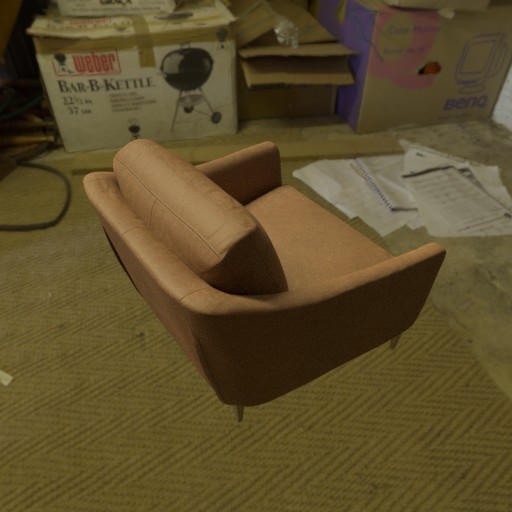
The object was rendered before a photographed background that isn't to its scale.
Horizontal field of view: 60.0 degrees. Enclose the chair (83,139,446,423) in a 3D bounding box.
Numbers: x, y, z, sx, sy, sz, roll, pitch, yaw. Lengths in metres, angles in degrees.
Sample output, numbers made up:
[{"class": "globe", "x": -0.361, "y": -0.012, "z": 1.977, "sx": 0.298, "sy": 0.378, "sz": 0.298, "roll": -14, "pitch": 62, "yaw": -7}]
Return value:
[{"class": "chair", "x": 0.000, "y": 0.000, "z": 1.699, "sx": 0.963, "sy": 0.895, "sz": 0.988, "roll": -26, "pitch": 48, "yaw": -27}]
